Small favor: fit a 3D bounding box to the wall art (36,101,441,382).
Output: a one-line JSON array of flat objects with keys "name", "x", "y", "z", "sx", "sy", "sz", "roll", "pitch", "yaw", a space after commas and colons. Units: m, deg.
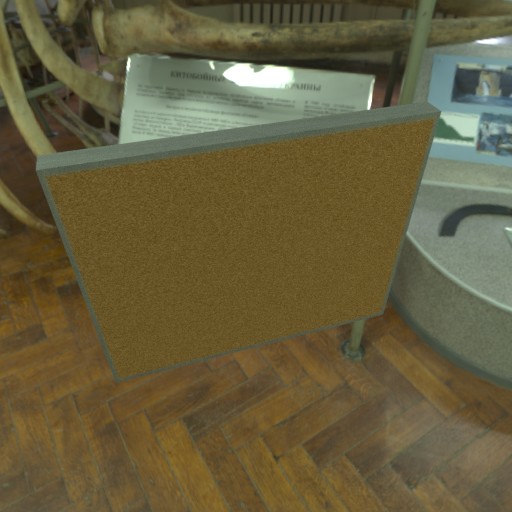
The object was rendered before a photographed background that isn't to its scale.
[{"name": "wall art", "x": 0.000, "y": 0.000, "z": 0.749, "sx": 0.557, "sy": 0.450, "sz": 0.037, "roll": -12, "pitch": 43, "yaw": -13}]
